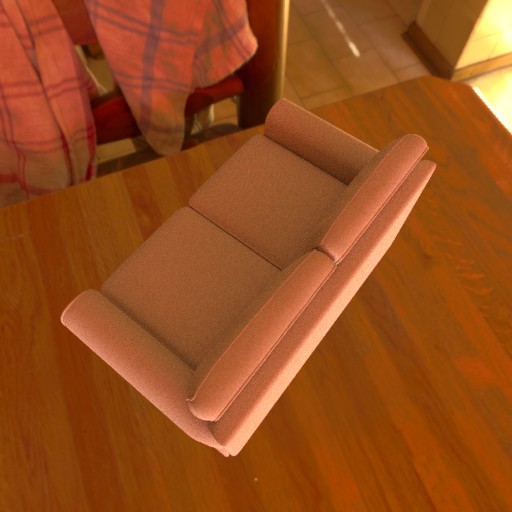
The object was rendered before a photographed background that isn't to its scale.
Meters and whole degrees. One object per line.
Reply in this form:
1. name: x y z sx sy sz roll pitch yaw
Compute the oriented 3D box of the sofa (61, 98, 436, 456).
1. sofa: 0.000 0.000 2.310 0.991 0.940 1.727 35 68 16
